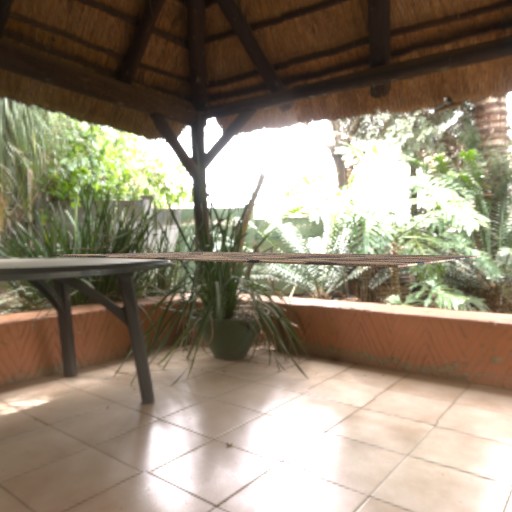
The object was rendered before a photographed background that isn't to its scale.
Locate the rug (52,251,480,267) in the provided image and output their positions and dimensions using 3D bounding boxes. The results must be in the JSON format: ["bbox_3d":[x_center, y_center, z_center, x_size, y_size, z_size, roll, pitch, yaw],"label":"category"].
[{"bbox_3d":[0.000,0.000,2.926,2.423,0.008,1.513,1,2,37],"label":"rug"}]
